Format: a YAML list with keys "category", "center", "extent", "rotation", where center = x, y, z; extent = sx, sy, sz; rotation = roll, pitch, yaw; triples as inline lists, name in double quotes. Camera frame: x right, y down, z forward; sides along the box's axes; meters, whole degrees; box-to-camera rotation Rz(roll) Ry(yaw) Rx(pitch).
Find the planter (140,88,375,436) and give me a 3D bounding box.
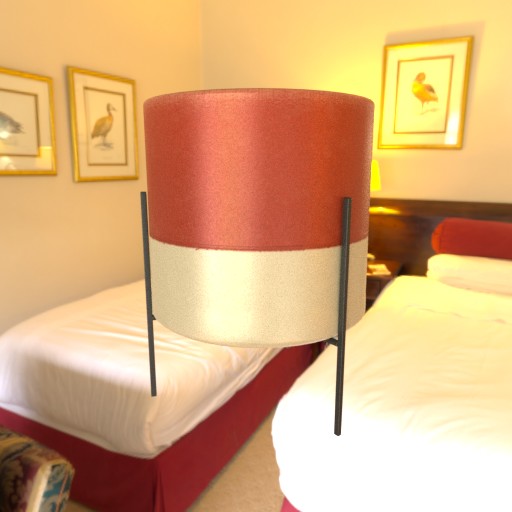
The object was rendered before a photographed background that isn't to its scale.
- category: "planter"
  center: [0.000, 0.000, 0.719]
  extent: [0.354, 0.465, 0.345]
  rotation: [-2, 12, -9]
